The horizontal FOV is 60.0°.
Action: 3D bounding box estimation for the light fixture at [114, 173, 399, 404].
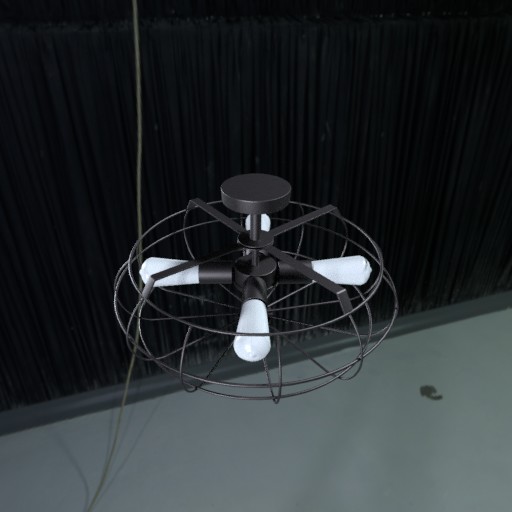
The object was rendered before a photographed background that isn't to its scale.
[{"bbox_3d":[0.000,0.000,0.914,0.582,0.311,0.582,0,31,0],"label":"light fixture"}]
